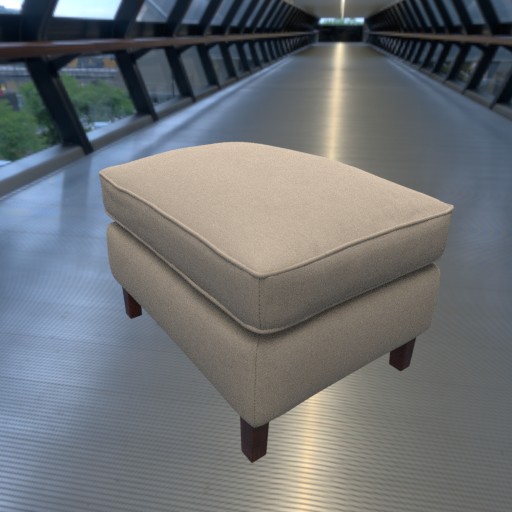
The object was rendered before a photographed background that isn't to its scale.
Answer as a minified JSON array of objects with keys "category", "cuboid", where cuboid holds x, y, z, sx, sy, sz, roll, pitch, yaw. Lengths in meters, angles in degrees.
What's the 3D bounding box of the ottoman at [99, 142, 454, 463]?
[{"category":"ottoman","cuboid":[0.000,0.000,0.998,0.501,0.456,0.665,-17,31,-32]}]
